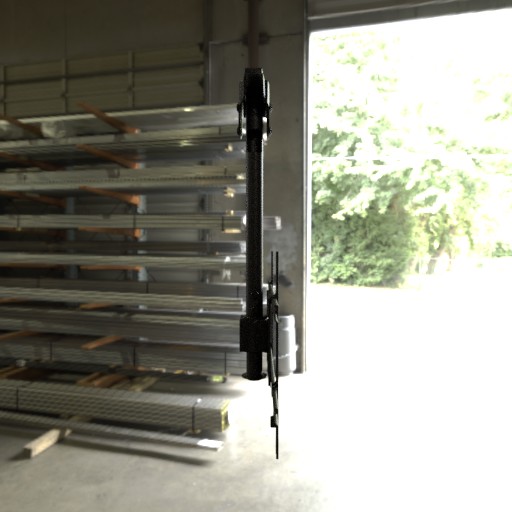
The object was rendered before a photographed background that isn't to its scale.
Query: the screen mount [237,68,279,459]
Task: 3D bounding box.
[{"bbox_3d":[0.000,0.000,1.037,0.090,0.775,0.595,0,1,1],"label":"screen mount"}]
